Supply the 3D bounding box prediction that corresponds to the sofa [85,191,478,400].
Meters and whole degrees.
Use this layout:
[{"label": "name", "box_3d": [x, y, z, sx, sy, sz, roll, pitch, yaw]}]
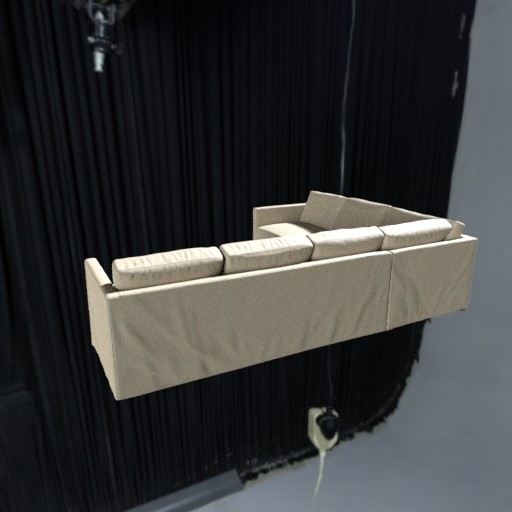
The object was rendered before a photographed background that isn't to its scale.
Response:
[{"label": "sofa", "box_3d": [0.000, 0.000, 4.288, 3.182, 0.871, 2.432, -8, 17, -26]}]
